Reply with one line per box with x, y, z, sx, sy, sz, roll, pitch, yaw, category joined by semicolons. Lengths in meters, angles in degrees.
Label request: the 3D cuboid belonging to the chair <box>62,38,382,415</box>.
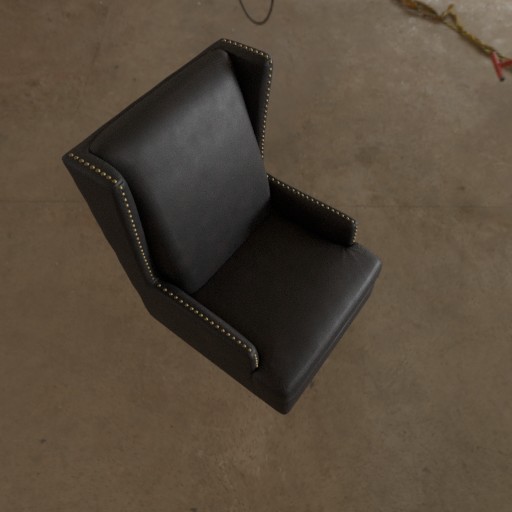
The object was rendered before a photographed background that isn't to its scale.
0.000;0.000;1.653;0.799;1.142;0.703;33;64;18;chair
